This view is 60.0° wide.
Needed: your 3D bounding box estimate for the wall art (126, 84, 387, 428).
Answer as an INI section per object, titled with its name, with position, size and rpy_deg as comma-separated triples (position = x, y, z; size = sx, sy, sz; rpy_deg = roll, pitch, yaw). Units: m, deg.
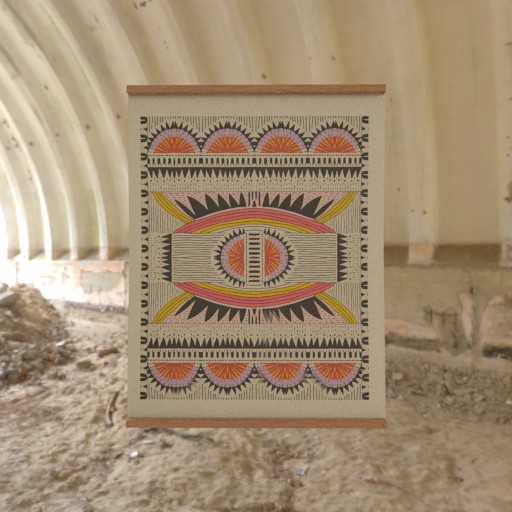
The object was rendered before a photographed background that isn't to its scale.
[wall art]
position = 0.000, 0.000, 0.694
size = 0.403, 0.527, 0.028
rpy_deg = 0, 0, 1
